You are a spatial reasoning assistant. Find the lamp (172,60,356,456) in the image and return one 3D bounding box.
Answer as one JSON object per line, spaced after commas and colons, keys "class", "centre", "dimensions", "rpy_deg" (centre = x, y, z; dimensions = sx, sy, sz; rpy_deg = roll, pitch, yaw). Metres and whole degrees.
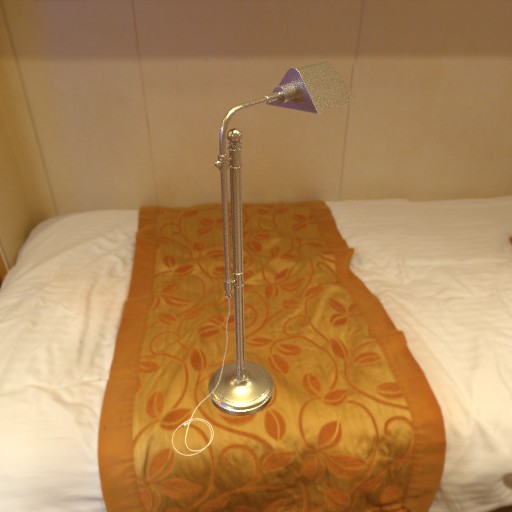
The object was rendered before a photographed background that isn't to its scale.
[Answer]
{"class": "lamp", "centre": [0.000, 0.000, 0.932], "dimensions": [0.159, 0.708, 0.546], "rpy_deg": [23, 39, 31]}
